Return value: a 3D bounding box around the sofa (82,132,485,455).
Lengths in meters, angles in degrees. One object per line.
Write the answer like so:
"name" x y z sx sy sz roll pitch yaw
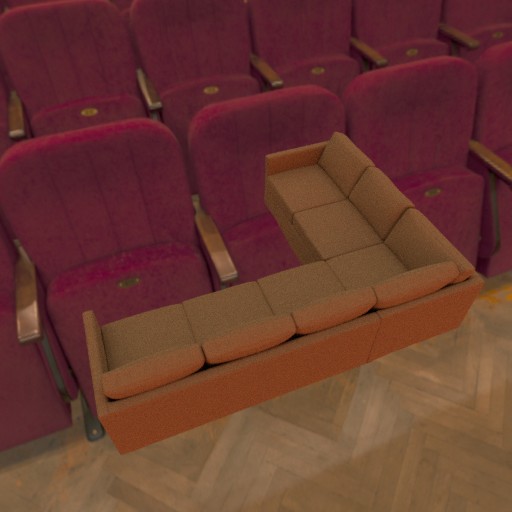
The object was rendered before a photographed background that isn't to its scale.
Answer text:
"sofa" 0.000 0.000 4.236 3.182 0.871 2.432 -16 48 -15
